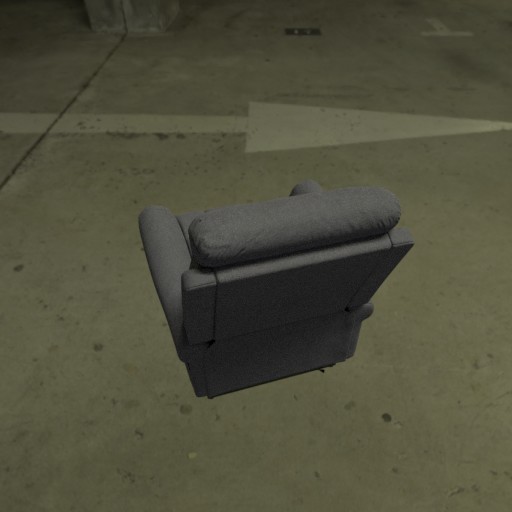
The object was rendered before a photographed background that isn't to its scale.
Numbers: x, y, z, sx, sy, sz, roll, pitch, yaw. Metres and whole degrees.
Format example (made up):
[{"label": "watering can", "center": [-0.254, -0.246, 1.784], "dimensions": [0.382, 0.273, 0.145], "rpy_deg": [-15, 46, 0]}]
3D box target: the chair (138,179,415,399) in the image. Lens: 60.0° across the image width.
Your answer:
[{"label": "chair", "center": [0.000, 0.000, 1.799], "dimensions": [0.871, 1.031, 0.979], "rpy_deg": [-11, 42, -13]}]
